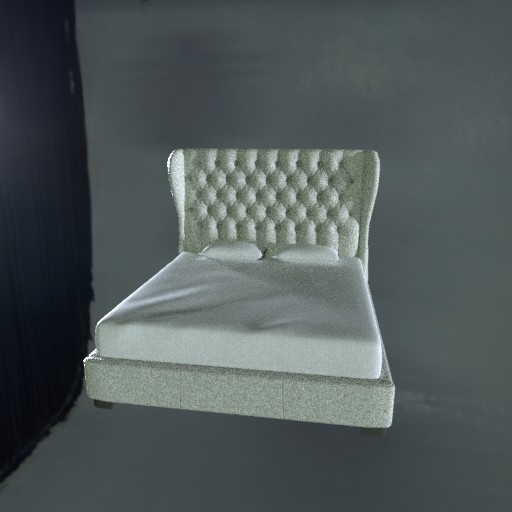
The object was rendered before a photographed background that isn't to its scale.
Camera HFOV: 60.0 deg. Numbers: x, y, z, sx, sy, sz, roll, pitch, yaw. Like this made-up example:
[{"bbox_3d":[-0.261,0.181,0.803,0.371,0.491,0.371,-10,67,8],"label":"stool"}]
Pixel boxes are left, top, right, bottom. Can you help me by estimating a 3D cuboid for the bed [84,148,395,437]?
[{"bbox_3d":[0.000,0.000,3.924,2.219,1.771,2.347,2,16,9],"label":"bed"}]
